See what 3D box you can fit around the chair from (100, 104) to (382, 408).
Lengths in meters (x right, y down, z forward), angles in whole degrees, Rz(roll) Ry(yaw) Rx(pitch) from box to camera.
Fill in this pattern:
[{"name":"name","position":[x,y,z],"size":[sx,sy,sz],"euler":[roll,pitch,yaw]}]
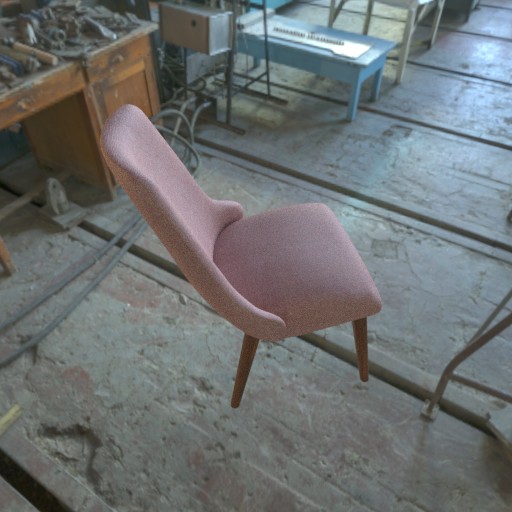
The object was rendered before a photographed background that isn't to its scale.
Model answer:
[{"name":"chair","position":[0.000,0.000,1.356],"size":[0.707,0.918,0.535],"euler":[-9,46,-9]}]
